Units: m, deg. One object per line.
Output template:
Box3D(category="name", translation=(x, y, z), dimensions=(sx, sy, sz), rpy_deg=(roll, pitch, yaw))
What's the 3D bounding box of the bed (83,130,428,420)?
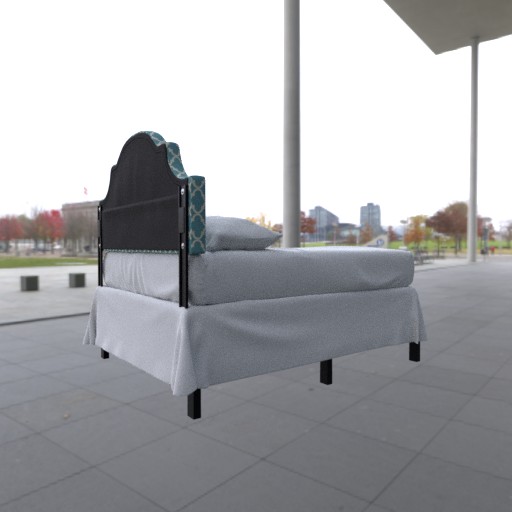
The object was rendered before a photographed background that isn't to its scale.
Box3D(category="bed", translation=(0.000, 0.000, 3.482), dimensions=(2.222, 1.633, 1.780), rpy_deg=(-1, 2, -36))
